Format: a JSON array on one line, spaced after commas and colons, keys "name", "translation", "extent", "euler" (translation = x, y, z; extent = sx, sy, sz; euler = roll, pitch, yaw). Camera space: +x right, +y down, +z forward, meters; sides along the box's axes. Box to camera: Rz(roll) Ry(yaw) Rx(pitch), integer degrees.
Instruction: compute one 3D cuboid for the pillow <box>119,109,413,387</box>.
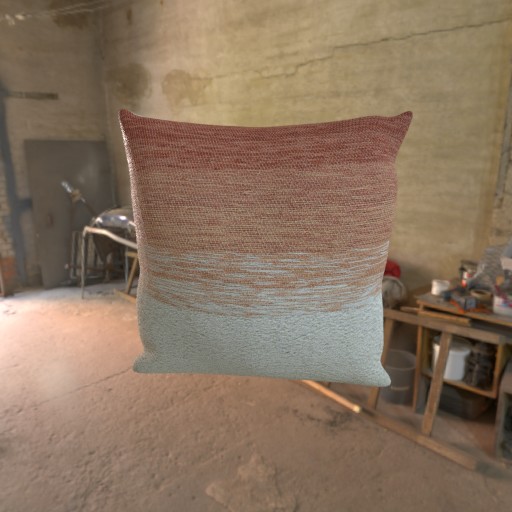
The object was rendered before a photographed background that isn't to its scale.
[{"name": "pillow", "translation": [0.000, 0.000, 0.691], "extent": [0.440, 0.441, 0.182], "euler": [2, 14, 7]}]
